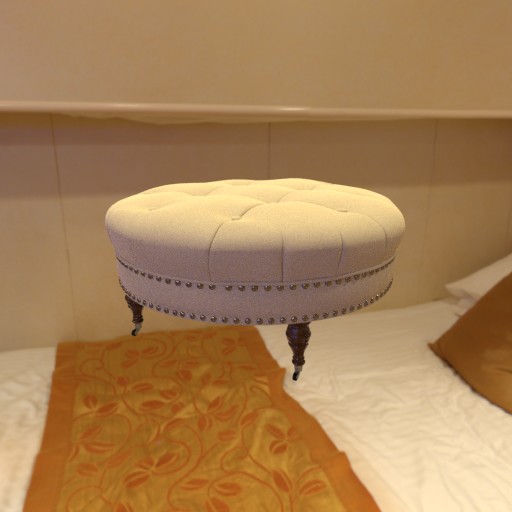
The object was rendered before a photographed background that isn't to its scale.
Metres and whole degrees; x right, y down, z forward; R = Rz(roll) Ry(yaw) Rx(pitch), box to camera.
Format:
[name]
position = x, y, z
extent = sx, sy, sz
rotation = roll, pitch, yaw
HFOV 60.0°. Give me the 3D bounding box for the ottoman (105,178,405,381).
[ottoman]
position = 0.000, 0.000, 1.420
extent = 0.901, 0.439, 0.901
rotation = 0, 16, 0
